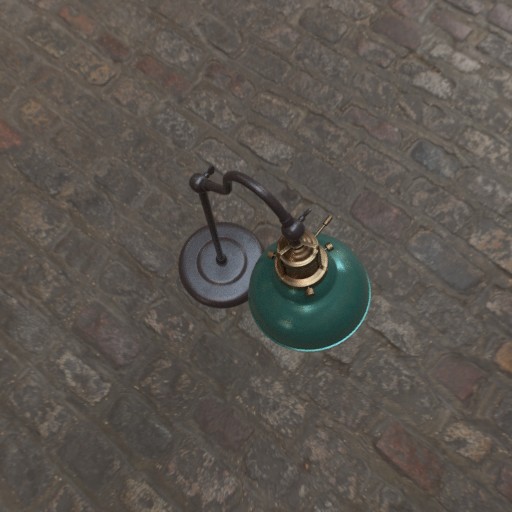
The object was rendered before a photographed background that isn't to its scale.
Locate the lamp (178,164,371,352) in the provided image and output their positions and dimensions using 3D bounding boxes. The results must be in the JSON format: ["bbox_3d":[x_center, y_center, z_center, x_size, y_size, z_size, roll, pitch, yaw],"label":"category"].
[{"bbox_3d":[0.000,0.000,0.699,0.374,0.508,0.192,37,77,10],"label":"lamp"}]
